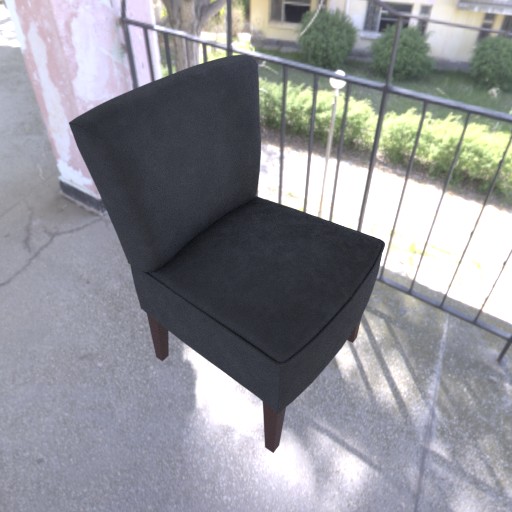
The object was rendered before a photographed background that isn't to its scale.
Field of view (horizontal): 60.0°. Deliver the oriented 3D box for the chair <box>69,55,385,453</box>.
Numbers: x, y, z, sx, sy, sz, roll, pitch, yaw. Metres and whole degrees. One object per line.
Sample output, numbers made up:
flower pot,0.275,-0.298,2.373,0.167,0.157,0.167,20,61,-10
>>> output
chair,0.000,0.000,1.145,0.554,0.806,0.521,26,47,27
